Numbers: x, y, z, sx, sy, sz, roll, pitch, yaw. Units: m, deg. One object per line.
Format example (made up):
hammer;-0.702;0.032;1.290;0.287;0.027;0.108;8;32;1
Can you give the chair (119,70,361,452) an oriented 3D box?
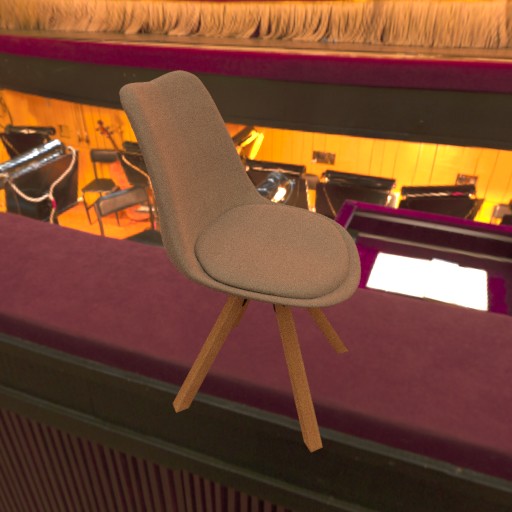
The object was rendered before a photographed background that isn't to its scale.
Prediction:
chair;0.000;0.000;1.176;0.549;0.863;0.474;11;32;17
